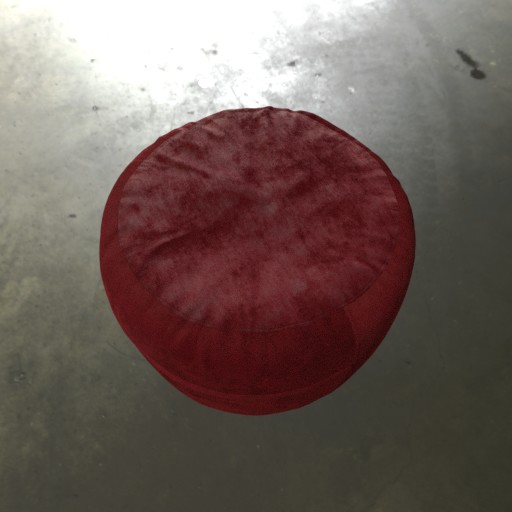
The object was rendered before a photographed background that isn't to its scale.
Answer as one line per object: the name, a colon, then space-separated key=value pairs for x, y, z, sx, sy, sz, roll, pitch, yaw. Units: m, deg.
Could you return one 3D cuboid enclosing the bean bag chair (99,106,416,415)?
bean bag chair: x=0.000 y=0.000 z=1.880 sx=1.219 sy=0.762 sz=1.219 roll=0 pitch=59 yaw=0
